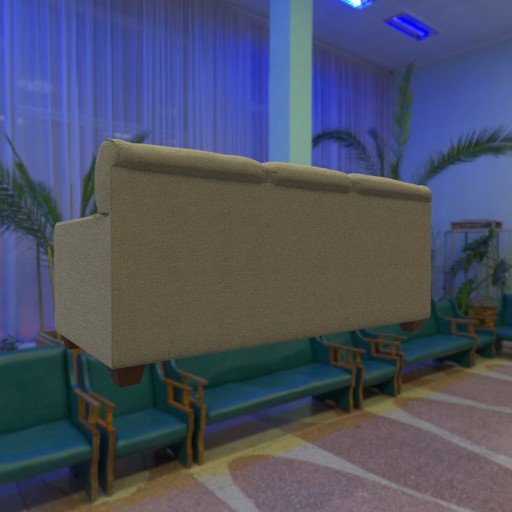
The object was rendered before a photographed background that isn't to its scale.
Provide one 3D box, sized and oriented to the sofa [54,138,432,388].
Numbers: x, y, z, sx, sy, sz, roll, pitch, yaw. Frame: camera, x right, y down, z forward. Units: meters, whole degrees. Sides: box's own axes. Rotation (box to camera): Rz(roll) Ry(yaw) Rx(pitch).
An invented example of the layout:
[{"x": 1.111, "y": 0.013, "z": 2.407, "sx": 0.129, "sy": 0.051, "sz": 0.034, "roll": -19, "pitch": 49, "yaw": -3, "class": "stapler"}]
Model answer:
[{"x": 0.000, "y": 0.000, "z": 2.565, "sx": 2.024, "sy": 0.958, "sz": 0.997, "roll": -1, "pitch": 1, "yaw": -36, "class": "sofa"}]
